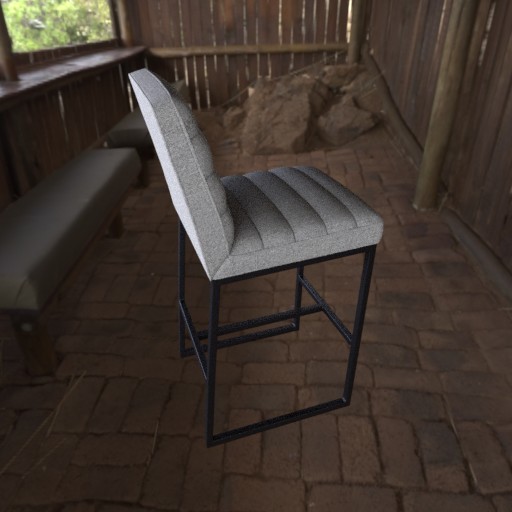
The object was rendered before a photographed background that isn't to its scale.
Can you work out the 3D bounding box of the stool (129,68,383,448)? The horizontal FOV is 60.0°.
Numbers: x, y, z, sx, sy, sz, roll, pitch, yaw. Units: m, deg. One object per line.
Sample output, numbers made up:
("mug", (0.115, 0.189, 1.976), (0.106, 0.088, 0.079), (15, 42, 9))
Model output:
("stool", (0.000, 0.000, 1.341), (0.571, 1.034, 0.459), (-10, 32, -17))
